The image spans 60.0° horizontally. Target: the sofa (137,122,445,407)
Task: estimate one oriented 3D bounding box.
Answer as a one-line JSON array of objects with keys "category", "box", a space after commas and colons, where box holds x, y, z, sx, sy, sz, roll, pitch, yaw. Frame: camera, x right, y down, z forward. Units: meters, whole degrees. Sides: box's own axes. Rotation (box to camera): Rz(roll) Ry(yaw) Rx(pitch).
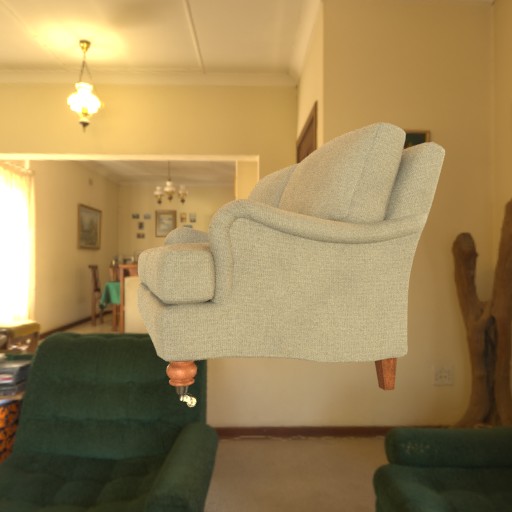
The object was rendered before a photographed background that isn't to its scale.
[{"category": "sofa", "box": [0.000, 0.000, 2.193, 1.087, 0.999, 1.480, 0, 0, -18]}]
